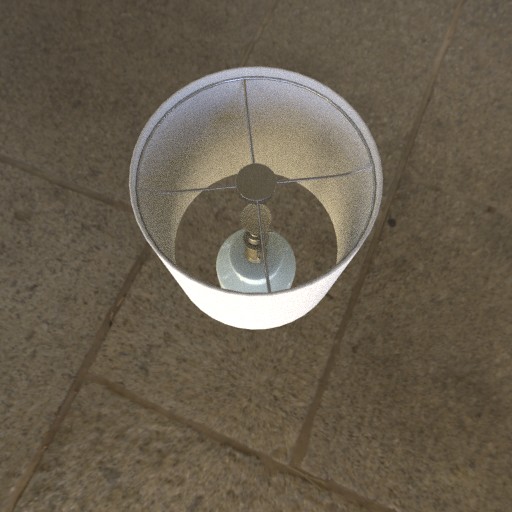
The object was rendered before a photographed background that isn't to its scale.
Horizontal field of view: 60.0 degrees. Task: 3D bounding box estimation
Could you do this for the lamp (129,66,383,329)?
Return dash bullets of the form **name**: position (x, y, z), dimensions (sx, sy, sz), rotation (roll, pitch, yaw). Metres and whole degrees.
- **lamp**: position (0.000, 0.000, 0.606), dimensions (0.212, 0.493, 0.212), rotation (-6, 73, -2)
